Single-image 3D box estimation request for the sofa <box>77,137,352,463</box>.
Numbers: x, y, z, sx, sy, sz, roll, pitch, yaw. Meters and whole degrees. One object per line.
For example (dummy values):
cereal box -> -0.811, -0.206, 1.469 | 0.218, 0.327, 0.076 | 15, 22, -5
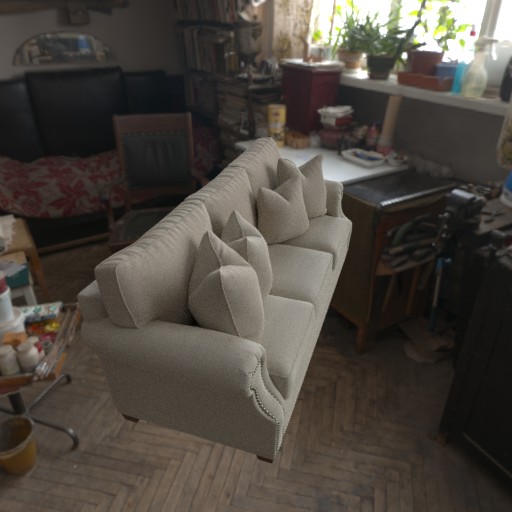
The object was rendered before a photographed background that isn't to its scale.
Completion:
sofa -> 0.000, 0.000, 2.848 | 0.965, 0.975, 2.312 | 10, 31, 16
